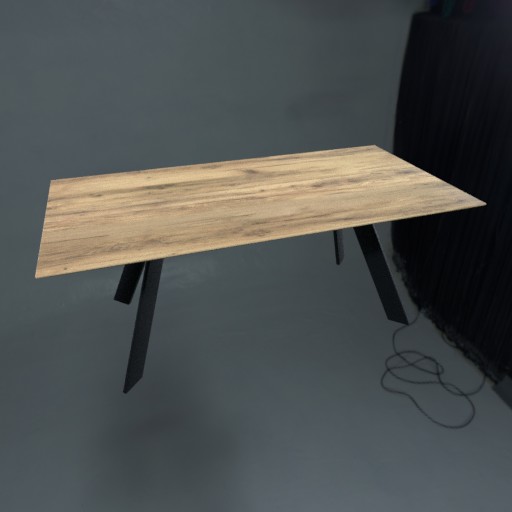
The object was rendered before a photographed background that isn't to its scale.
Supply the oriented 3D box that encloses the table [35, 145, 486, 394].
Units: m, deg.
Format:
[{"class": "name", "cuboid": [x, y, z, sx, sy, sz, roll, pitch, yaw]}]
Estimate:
[{"class": "table", "cuboid": [0.000, 0.000, 2.460, 2.000, 0.770, 1.000, -10, 32, -16]}]
